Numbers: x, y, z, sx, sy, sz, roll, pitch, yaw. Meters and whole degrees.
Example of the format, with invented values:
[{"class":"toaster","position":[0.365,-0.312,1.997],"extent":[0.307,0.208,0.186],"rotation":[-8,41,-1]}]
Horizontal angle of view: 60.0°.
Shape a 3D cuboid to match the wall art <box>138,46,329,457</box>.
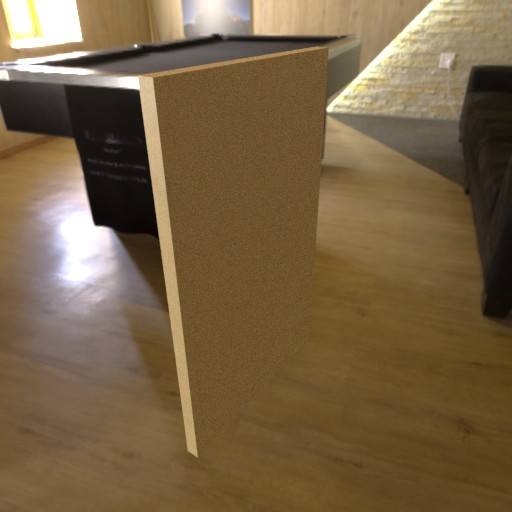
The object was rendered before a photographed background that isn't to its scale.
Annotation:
[{"class":"wall art","position":[0.000,0.000,0.989],"extent":[0.039,0.810,0.510],"rotation":[20,36,30]}]
